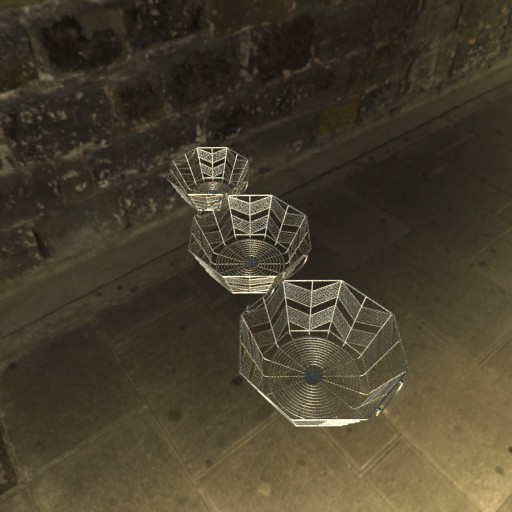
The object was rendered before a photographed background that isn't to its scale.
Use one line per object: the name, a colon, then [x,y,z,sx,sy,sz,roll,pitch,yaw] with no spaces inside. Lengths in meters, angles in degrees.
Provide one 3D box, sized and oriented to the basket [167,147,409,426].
basket: [0.000,0.000,1.419,0.432,0.178,1.246,-17,49,-16]
